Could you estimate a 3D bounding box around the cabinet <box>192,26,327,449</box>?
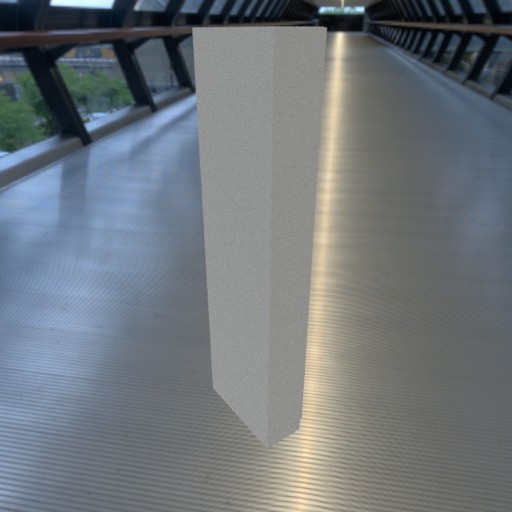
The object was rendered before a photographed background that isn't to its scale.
[{"bbox_3d":[0.000,0.000,1.952,0.230,1.790,0.500,-18,32,-32],"label":"cabinet"}]
